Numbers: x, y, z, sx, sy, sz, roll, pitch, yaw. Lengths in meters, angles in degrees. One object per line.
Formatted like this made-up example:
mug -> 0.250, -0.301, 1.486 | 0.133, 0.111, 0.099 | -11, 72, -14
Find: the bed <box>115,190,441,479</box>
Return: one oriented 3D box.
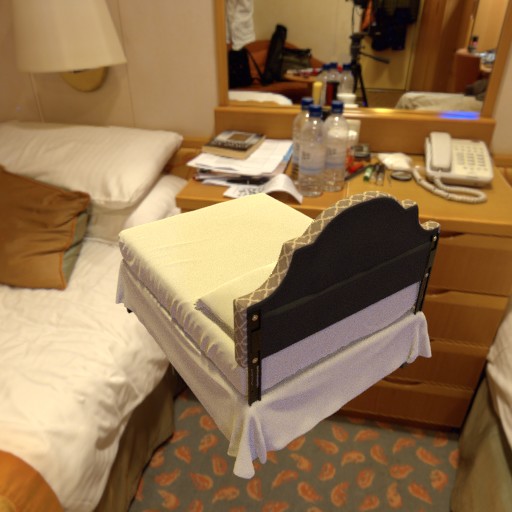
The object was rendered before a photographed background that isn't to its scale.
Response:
bed -> 0.000, 0.000, 3.417 | 1.780, 1.633, 2.222 | -20, 36, -30
